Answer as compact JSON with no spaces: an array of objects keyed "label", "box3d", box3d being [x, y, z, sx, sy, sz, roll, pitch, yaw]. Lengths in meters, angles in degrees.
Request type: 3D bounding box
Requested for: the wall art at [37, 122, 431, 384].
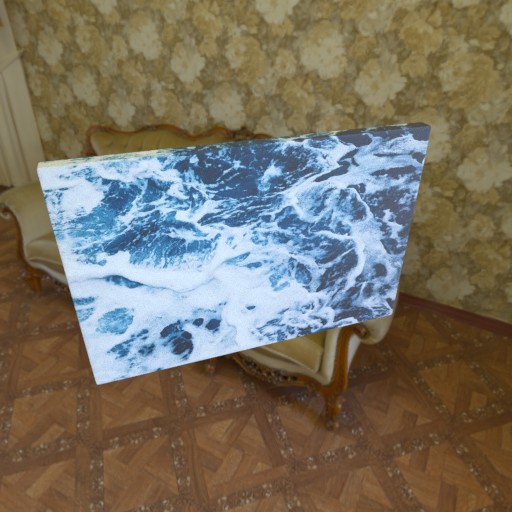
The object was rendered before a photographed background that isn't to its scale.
[{"label":"wall art","box3d":[0.000,0.000,1.163,0.915,0.610,0.042,-10,34,-16]}]
